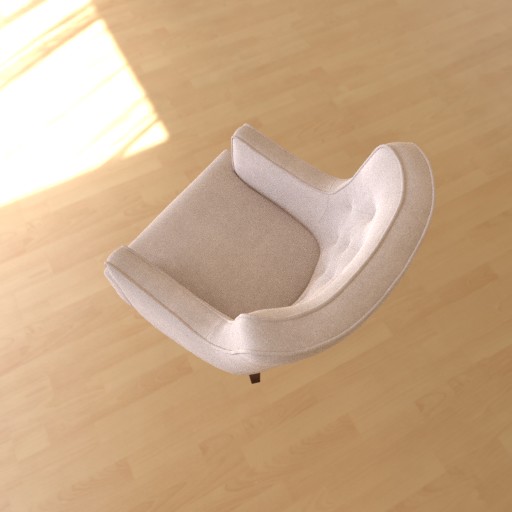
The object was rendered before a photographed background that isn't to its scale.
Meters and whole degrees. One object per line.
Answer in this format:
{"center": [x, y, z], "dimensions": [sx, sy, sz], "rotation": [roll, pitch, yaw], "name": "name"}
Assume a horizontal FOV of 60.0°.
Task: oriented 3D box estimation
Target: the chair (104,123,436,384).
{"center": [0.000, 0.000, 1.594], "dimensions": [0.910, 0.920, 0.781], "rotation": [34, 68, 16], "name": "chair"}
